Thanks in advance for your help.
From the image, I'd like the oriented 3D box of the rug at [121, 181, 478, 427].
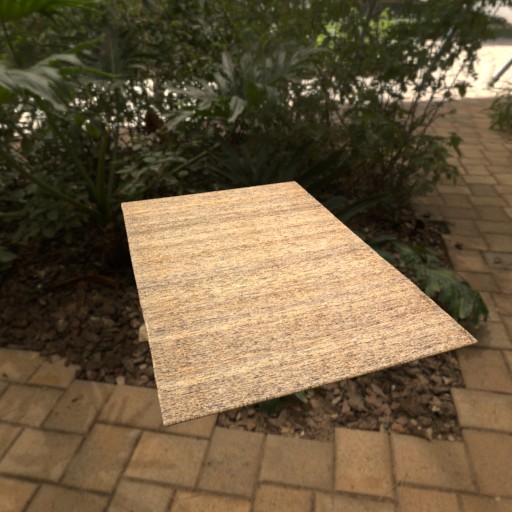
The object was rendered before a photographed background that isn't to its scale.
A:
[{"bbox_3d":[0.000,0.000,2.323,1.243,0.014,1.846,-10,32,-16],"label":"rug"}]
